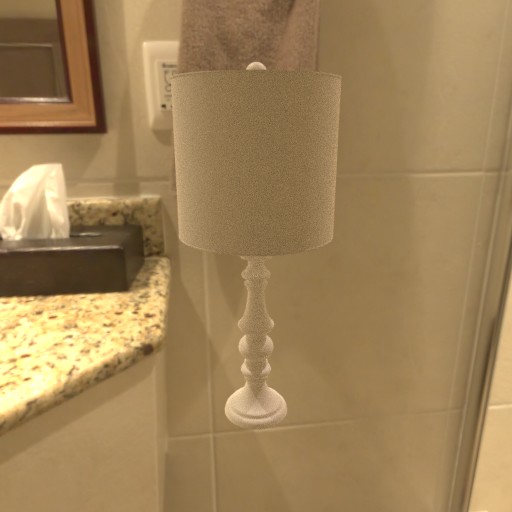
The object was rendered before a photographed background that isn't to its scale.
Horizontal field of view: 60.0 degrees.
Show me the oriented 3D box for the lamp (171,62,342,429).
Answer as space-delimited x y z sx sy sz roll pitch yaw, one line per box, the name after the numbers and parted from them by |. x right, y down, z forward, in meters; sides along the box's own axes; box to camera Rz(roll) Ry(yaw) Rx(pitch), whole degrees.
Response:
0.000 0.000 0.740 0.250 0.597 0.250 16 23 42 | lamp
